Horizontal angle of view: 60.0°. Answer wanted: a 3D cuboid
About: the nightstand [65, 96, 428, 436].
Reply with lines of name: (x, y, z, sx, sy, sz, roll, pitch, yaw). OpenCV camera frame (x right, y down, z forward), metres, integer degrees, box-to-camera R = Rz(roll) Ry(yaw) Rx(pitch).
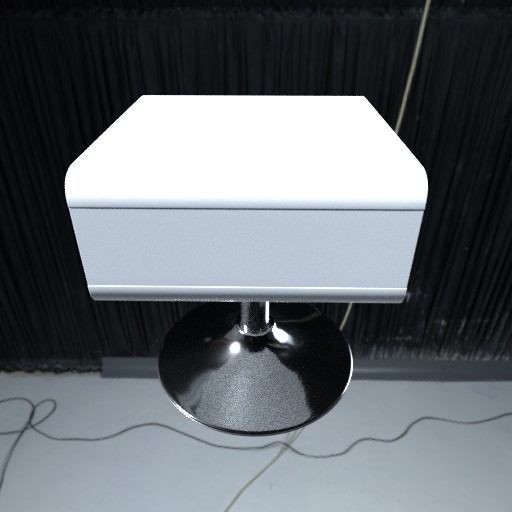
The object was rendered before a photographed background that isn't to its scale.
nightstand: (0.000, 0.000, 0.749, 0.404, 0.447, 0.399, 0, 32, 1)
